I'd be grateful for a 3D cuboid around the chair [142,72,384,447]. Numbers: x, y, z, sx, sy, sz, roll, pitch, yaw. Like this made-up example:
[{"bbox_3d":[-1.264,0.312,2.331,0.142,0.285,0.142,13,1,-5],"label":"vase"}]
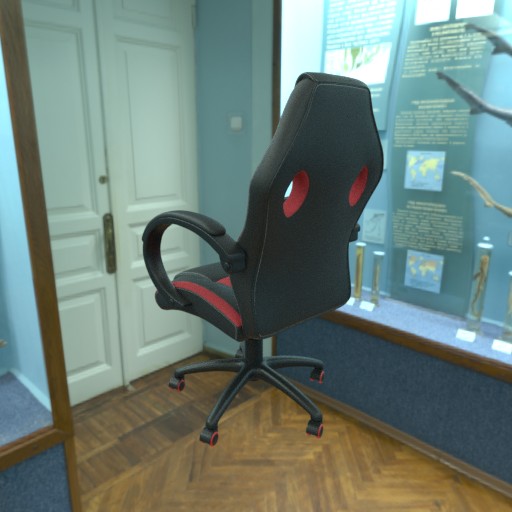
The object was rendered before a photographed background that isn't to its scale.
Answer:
[{"bbox_3d":[0.000,0.000,1.632,0.673,1.187,0.724,-14,20,-42],"label":"chair"}]
